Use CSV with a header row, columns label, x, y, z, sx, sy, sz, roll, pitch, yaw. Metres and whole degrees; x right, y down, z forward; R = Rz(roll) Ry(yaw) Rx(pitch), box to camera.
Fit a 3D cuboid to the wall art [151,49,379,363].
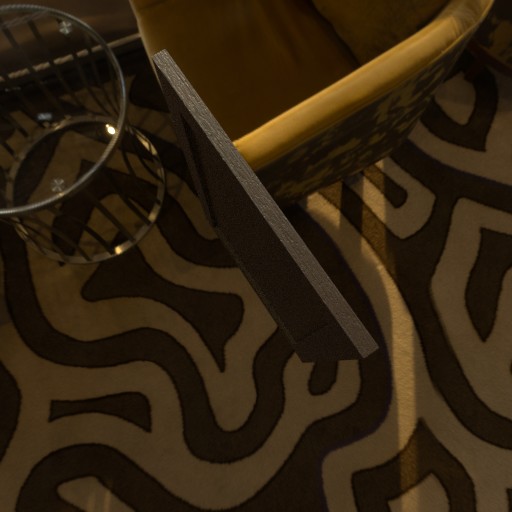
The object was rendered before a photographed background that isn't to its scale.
label,x,y,z,sx,sy,sz,roll,pitch,yaw
wall art,0.000,0.000,0.664,0.017,0.513,0.359,-33,78,-8
